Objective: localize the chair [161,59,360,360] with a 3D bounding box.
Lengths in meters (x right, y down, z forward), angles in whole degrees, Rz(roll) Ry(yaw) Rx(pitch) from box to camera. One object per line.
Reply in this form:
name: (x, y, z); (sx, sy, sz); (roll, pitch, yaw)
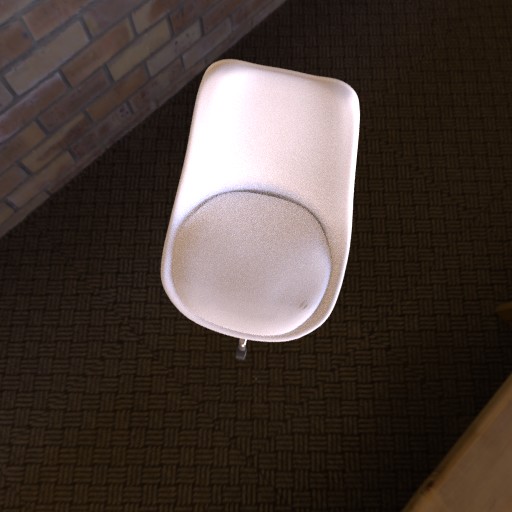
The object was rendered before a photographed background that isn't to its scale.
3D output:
chair: (0.000, 0.000, 1.259); (0.550, 0.930, 0.550); (12, 75, 3)
